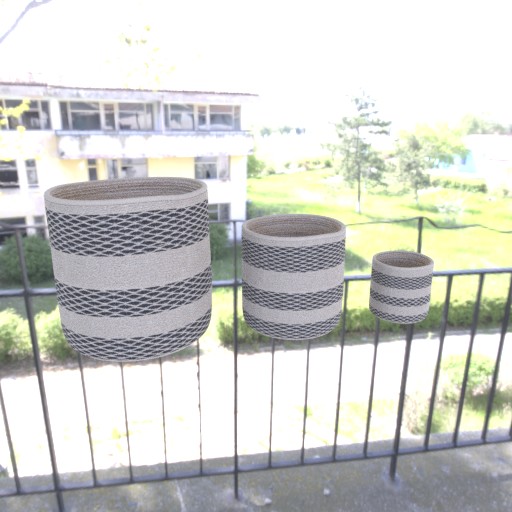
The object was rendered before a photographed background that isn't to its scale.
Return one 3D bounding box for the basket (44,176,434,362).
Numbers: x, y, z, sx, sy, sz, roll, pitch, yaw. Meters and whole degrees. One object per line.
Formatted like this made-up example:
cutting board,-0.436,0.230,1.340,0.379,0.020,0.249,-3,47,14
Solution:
basket,0.000,0.000,1.075,0.917,0.356,0.351,-3,17,-8
